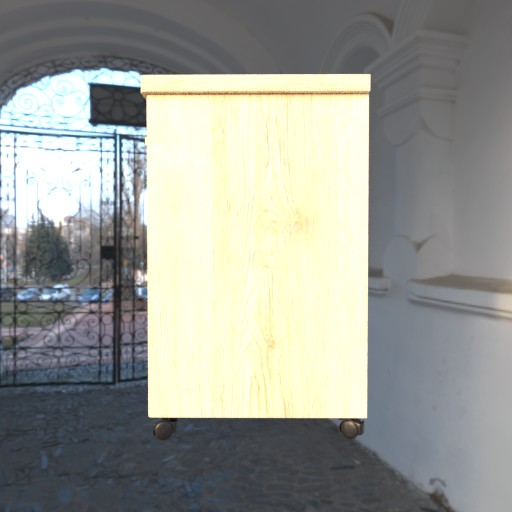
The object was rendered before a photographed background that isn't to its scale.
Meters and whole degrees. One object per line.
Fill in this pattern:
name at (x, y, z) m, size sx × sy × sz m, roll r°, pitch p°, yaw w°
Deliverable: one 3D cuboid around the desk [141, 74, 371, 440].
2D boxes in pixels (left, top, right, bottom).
desk at (0.000, 0.000, 1.366) m, size 0.480 × 0.770 × 0.885 m, roll 0°, pitch 1°, yaw 0°
